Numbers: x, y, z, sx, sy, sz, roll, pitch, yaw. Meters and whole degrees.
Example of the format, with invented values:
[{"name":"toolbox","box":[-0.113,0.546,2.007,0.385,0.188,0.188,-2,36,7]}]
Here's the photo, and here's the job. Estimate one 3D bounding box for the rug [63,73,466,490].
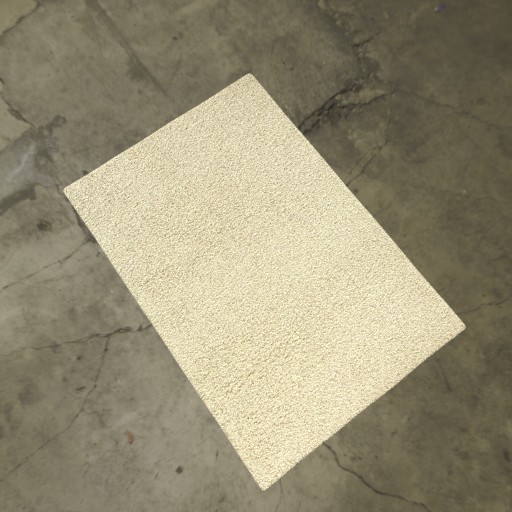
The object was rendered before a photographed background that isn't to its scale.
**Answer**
[{"name":"rug","box":[0.000,0.000,2.235,1.219,0.030,1.778,-35,77,-9]}]
